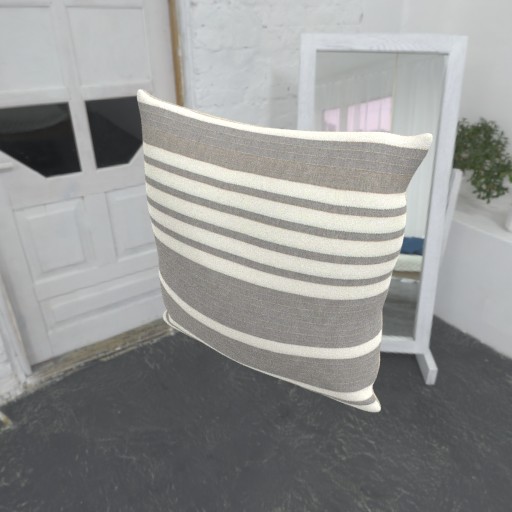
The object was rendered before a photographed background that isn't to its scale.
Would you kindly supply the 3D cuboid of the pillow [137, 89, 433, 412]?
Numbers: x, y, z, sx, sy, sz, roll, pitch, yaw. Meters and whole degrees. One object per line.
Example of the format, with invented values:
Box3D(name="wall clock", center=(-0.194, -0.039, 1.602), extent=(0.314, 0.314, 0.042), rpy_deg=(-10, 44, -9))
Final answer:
Box3D(name="pillow", center=(0.000, 0.000, 0.668), extent=(0.439, 0.440, 0.182), rpy_deg=(18, 34, 28))
